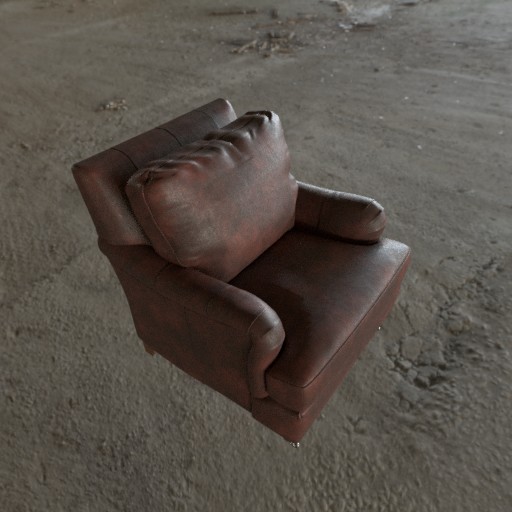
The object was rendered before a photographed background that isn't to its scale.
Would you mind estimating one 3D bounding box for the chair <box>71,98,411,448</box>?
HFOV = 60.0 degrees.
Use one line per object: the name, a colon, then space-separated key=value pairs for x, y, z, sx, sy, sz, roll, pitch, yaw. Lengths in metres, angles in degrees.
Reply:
chair: x=0.000 y=0.000 z=2.004 sx=1.156 sy=1.051 sz=0.987 roll=25 pitch=46 yaw=27
